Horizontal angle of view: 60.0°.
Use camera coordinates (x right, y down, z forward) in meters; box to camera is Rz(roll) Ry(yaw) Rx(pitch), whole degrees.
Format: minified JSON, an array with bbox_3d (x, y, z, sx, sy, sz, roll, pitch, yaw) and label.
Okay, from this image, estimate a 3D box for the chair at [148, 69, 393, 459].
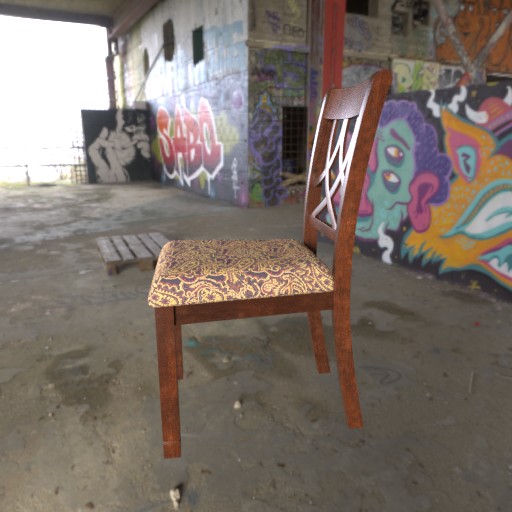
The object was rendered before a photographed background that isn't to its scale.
[{"bbox_3d":[0.000,0.000,1.287,0.584,0.965,0.457,-2,15,-8],"label":"chair"}]
